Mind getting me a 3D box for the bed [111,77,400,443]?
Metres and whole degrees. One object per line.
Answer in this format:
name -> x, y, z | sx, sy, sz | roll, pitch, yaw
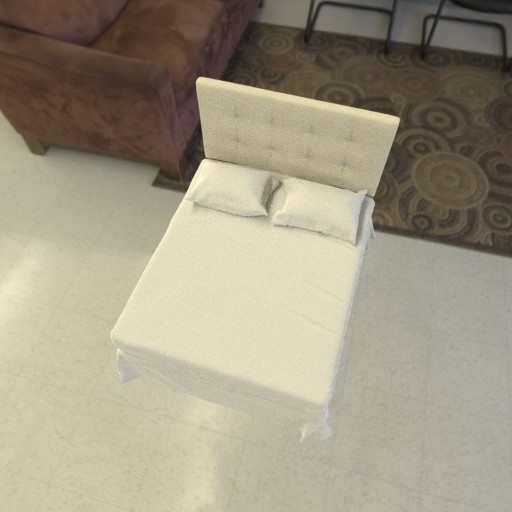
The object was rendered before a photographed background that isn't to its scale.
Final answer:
bed -> 0.000, 0.000, 3.571 | 1.936, 1.577, 2.222 | 15, 59, 9
